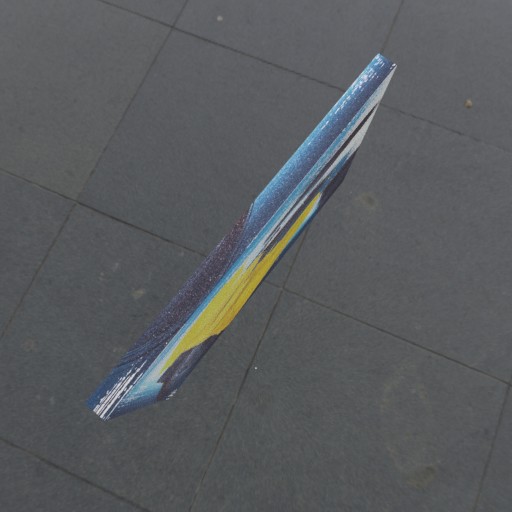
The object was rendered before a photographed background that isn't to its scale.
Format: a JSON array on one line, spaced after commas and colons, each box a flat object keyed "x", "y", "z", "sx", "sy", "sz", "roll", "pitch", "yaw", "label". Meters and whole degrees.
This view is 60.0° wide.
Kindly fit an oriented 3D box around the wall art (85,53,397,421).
[{"x": 0.000, "y": 0.000, "z": 0.772, "sx": 0.033, "sy": 0.406, "sz": 0.609, "roll": 37, "pitch": 79, "yaw": 9, "label": "wall art"}]
